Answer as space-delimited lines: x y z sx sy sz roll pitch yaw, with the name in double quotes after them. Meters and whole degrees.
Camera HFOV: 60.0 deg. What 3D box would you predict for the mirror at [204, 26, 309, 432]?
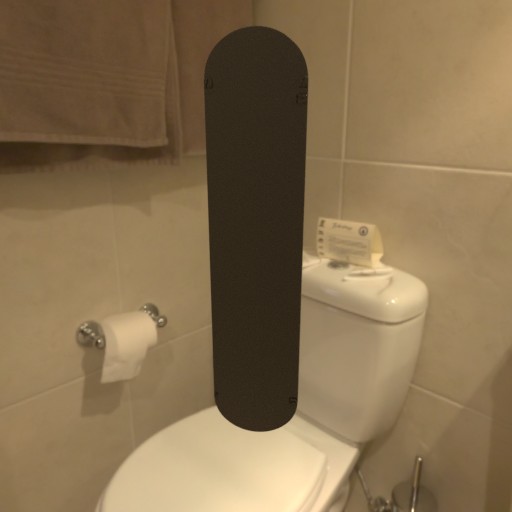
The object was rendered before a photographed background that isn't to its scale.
0.000 0.000 1.063 0.222 0.991 0.032 2 18 8 "mirror"
